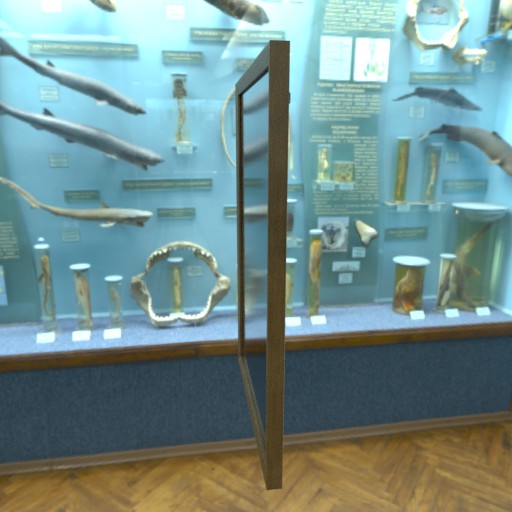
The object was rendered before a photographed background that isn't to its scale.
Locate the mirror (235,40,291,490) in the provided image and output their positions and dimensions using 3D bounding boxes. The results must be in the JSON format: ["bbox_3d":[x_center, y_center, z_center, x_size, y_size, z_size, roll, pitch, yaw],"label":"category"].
[{"bbox_3d":[0.000,0.000,1.161,0.040,0.915,0.609,-2,15,-8],"label":"mirror"}]
